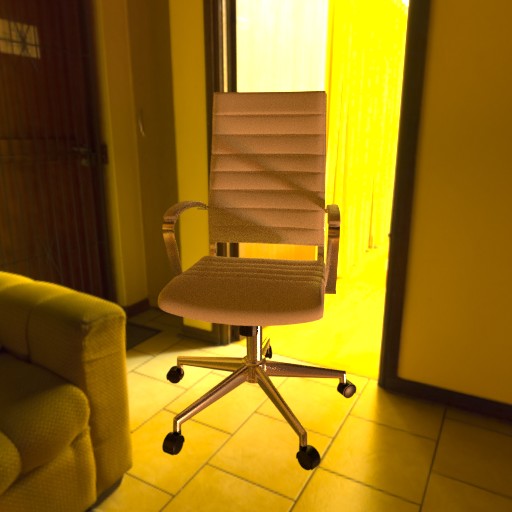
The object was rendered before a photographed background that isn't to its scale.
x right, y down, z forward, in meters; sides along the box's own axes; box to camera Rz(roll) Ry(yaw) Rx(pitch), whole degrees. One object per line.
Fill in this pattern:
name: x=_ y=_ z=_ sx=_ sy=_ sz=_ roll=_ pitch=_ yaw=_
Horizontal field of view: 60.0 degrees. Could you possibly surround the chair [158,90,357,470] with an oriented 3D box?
chair: x=0.000 y=0.000 z=1.564 sx=0.766 sy=1.149 sz=0.739 roll=2 pitch=15 yaw=9
